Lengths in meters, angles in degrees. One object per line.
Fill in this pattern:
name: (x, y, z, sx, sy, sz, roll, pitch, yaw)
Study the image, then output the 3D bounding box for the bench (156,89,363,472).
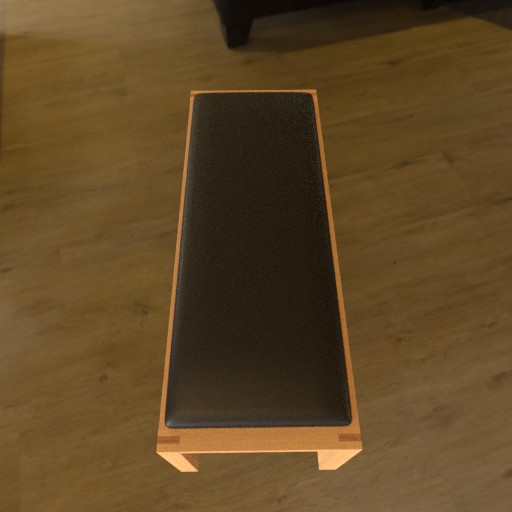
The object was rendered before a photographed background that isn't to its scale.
bench: (0.000, 0.000, 1.422, 0.450, 0.430, 1.202, -1, 58, 0)
